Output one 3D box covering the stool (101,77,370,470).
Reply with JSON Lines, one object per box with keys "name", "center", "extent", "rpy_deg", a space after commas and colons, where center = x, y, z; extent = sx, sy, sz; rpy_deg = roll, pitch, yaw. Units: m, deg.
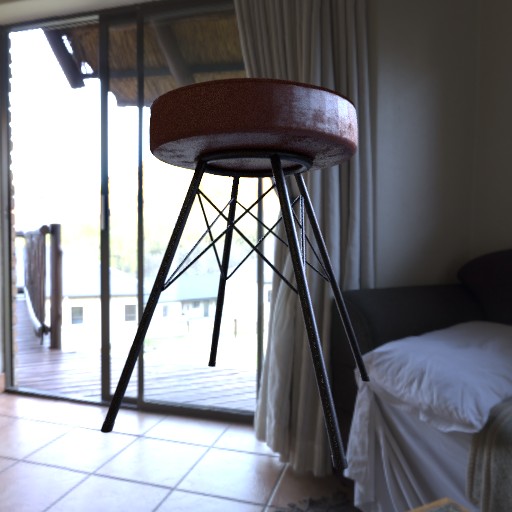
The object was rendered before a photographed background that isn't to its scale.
{"name": "stool", "center": [0.000, 0.000, 0.899], "extent": [0.421, 0.593, 0.457], "rpy_deg": [0, 1, 18]}
